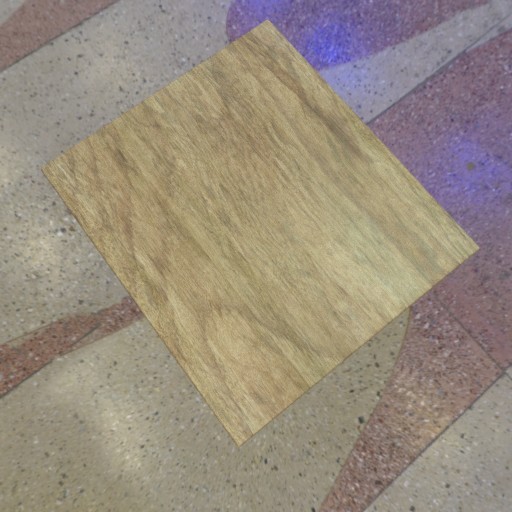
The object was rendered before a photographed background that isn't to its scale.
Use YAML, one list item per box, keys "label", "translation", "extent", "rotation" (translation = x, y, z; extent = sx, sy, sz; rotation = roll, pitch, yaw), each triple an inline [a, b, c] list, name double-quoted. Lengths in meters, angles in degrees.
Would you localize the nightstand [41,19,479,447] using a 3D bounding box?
- label: "nightstand"
  translation: [0.000, 0.000, 0.871]
  extent: [0.406, 0.559, 0.457]
  rotation: [-37, 79, -8]
